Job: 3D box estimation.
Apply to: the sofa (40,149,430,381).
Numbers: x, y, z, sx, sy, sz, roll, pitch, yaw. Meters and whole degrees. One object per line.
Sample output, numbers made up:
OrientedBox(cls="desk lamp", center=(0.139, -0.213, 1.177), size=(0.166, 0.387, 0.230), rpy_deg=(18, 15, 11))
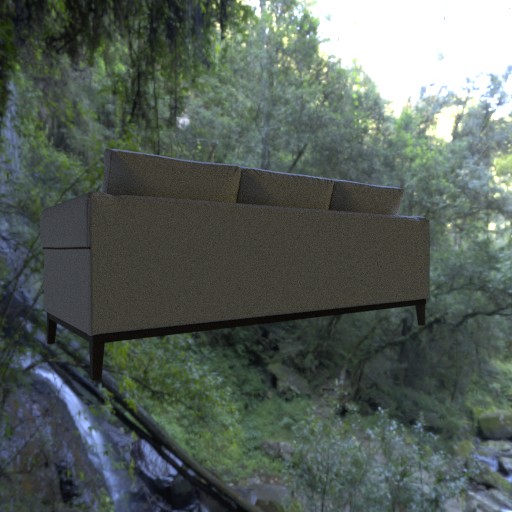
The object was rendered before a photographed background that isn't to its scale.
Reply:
OrientedBox(cls="sofa", center=(0.000, 0.000, 2.617), size=(2.198, 0.911, 0.902), rpy_deg=(0, 1, -36))
